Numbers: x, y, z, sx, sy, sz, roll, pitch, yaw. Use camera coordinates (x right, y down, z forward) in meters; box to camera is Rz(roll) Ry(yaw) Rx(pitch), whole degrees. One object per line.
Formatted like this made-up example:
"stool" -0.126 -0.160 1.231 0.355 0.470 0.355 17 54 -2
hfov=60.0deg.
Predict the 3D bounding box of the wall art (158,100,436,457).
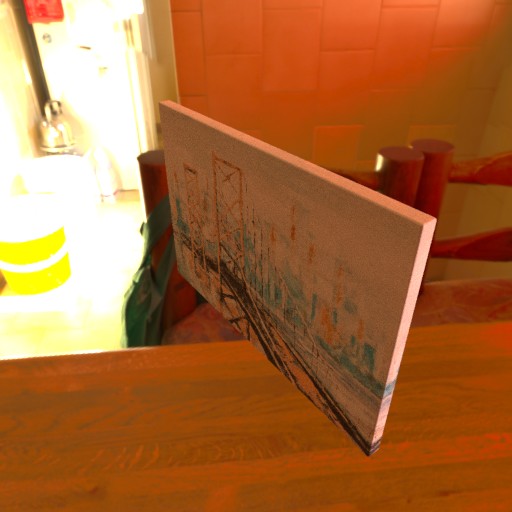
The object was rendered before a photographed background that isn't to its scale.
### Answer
"wall art" 0.000 0.000 1.162 0.038 0.609 0.913 -22 39 -30
